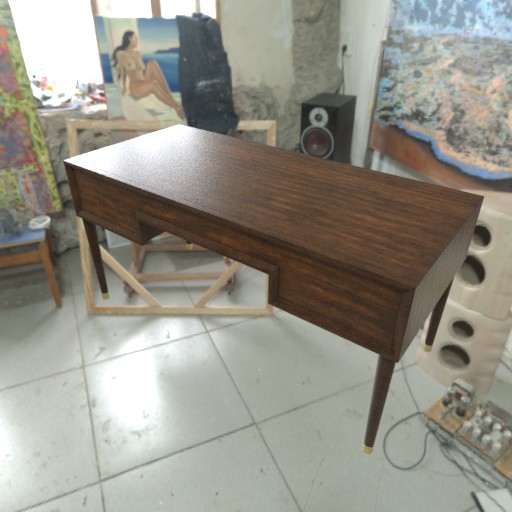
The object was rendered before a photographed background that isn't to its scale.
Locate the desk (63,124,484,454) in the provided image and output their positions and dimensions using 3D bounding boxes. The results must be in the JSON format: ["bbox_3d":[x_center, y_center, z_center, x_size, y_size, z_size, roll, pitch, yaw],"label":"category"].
[{"bbox_3d":[0.000,0.000,1.994,1.575,0.762,0.724,22,38,30],"label":"desk"}]
